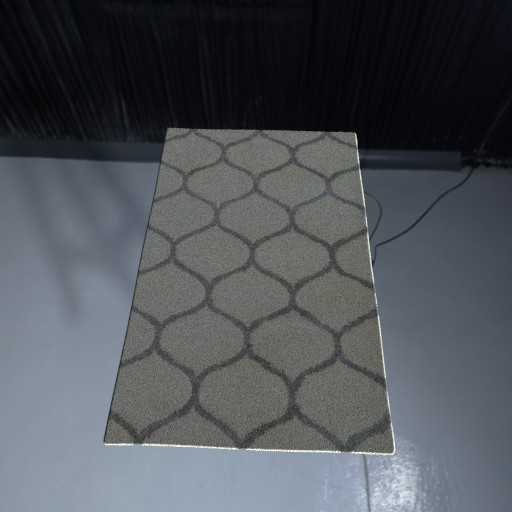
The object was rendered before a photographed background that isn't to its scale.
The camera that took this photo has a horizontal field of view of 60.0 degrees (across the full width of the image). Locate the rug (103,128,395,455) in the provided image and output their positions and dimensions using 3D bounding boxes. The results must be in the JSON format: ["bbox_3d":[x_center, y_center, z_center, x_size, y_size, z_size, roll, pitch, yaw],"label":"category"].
[{"bbox_3d":[0.000,0.000,2.892,1.501,0.024,2.348,2,58,1],"label":"rug"}]
